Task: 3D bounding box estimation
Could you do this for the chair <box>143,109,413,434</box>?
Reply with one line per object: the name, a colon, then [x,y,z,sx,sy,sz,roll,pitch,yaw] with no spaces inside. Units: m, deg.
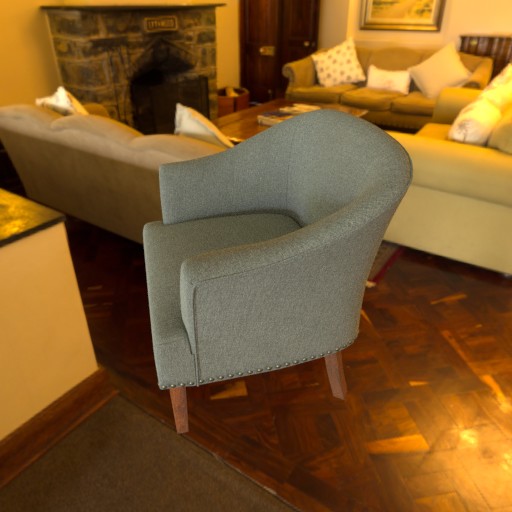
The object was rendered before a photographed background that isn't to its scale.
chair: [0.000,0.000,1.434,0.704,0.815,0.798,-8,31,-13]
